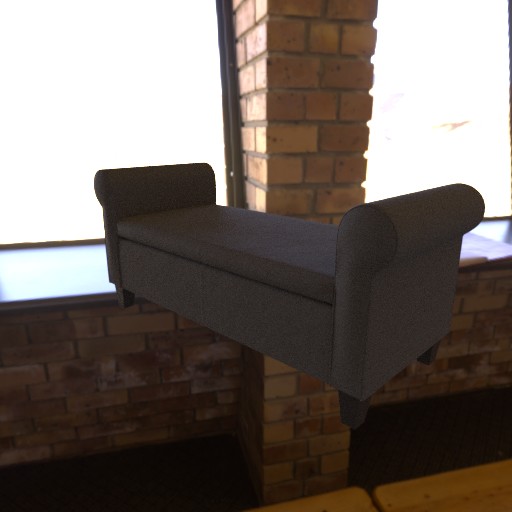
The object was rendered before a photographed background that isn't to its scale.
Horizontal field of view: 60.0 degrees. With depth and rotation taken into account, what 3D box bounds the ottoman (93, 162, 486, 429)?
[{"bbox_3d":[0.000,0.000,1.510,1.256,0.547,0.521,15,22,42],"label":"ottoman"}]
